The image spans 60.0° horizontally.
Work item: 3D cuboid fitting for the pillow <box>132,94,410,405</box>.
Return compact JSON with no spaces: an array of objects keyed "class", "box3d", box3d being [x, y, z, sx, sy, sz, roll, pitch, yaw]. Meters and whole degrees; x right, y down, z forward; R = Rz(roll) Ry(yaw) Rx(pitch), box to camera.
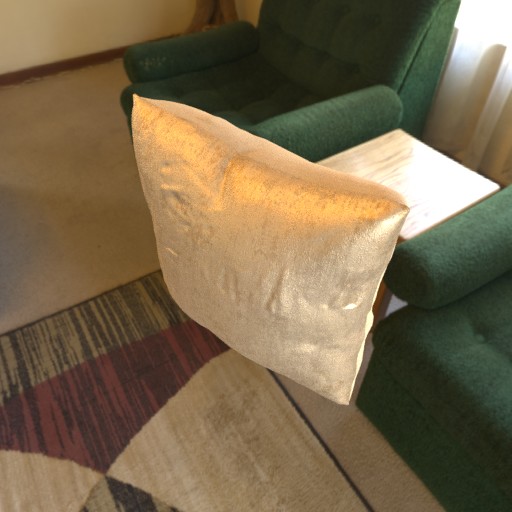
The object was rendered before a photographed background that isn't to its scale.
[{"class":"pillow","box3d":[0.000,0.000,0.735,0.450,0.448,0.245,31,53,26]}]
